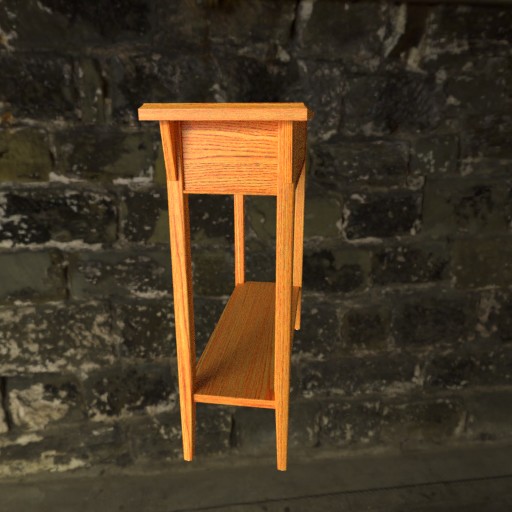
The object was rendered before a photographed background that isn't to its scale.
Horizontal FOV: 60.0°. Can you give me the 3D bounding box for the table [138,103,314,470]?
[{"bbox_3d":[0.000,0.000,1.118,0.254,0.711,0.762,2,18,7],"label":"table"}]
